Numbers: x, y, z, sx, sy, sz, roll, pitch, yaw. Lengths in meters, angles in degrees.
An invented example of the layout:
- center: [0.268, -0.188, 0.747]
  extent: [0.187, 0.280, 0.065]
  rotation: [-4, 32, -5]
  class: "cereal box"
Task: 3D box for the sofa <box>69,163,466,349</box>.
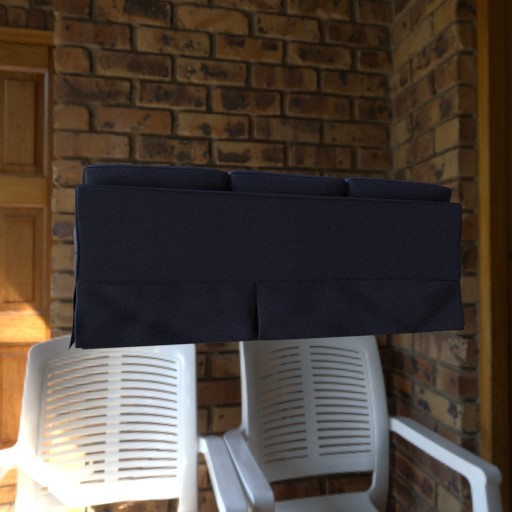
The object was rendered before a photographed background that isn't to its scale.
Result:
- center: [0.000, 0.000, 3.423]
  extent: [2.518, 1.039, 1.637]
  rotation: [0, -1, -17]
  class: "sofa"
